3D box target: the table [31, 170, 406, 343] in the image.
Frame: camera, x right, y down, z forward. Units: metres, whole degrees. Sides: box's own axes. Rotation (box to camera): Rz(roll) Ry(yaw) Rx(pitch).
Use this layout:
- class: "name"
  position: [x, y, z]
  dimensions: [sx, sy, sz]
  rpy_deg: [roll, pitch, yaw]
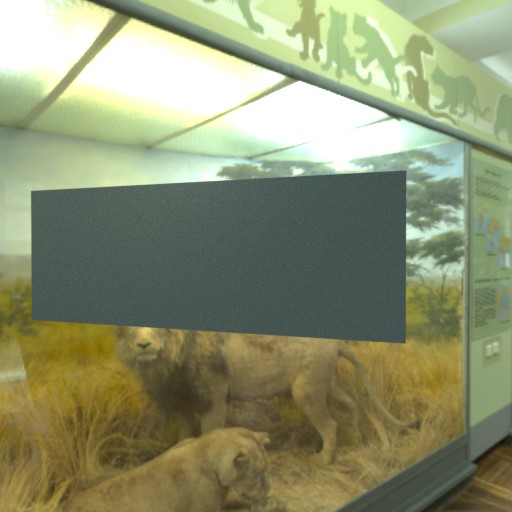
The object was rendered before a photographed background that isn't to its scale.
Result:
- class: "table"
  position: [0.000, 0.000, 1.253]
  dimensions: [0.801, 0.299, 0.801]
  rpy_deg: [0, 1, 19]
